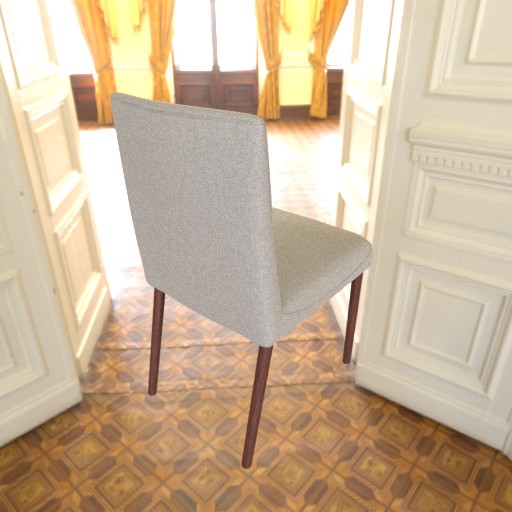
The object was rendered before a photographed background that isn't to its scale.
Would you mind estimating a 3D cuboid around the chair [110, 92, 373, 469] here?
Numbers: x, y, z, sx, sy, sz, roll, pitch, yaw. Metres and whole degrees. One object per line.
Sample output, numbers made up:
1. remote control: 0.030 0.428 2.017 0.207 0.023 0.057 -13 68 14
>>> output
1. chair: 0.000 0.000 1.192 0.456 0.859 0.570 22 35 35
